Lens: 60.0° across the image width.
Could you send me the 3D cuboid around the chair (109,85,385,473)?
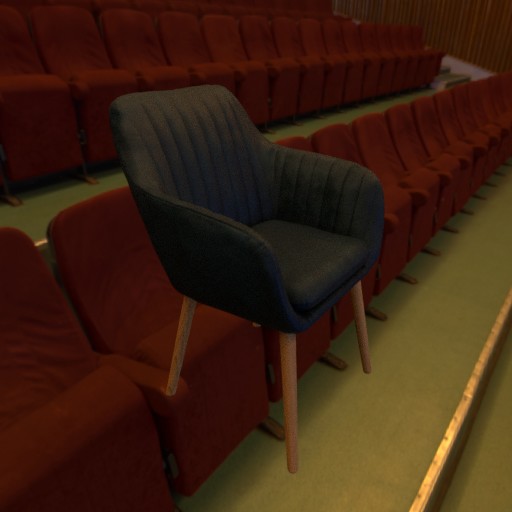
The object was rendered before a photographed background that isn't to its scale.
[{"bbox_3d":[0.000,0.000,1.204,0.573,0.826,0.578,18,31,32],"label":"chair"}]
